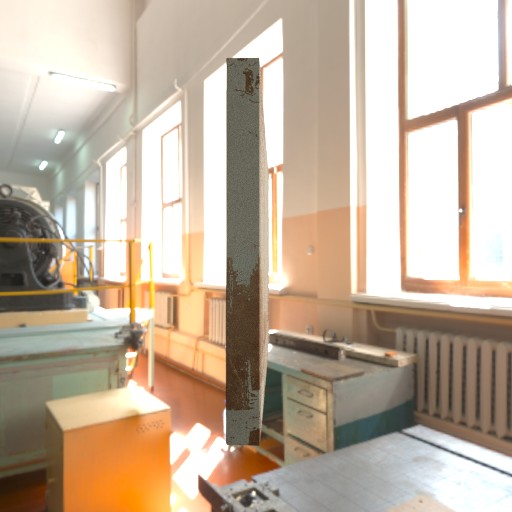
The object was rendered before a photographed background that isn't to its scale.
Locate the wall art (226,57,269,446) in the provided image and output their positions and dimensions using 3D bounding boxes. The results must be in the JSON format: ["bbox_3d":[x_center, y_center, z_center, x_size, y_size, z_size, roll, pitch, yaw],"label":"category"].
[{"bbox_3d":[0.000,0.000,0.766,0.035,0.405,0.609,0,-1,3],"label":"wall art"}]
